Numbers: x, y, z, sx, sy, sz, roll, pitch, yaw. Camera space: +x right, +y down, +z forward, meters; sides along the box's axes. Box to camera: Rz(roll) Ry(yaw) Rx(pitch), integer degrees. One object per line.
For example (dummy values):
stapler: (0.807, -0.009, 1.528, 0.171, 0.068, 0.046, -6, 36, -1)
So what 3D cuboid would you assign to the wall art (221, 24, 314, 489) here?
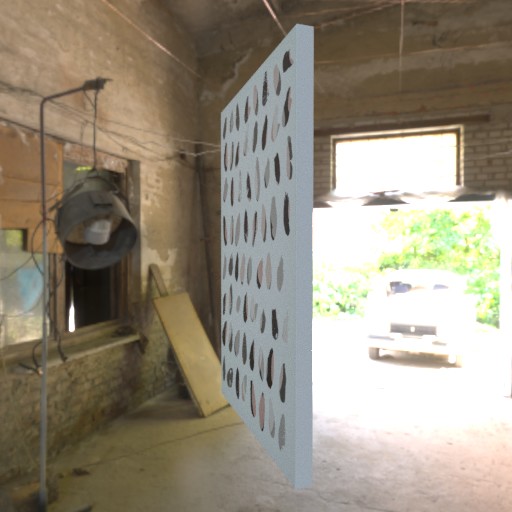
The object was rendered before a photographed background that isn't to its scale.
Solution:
wall art: (0.000, 0.000, 1.165, 0.037, 0.916, 0.610, 0, 1, -18)
